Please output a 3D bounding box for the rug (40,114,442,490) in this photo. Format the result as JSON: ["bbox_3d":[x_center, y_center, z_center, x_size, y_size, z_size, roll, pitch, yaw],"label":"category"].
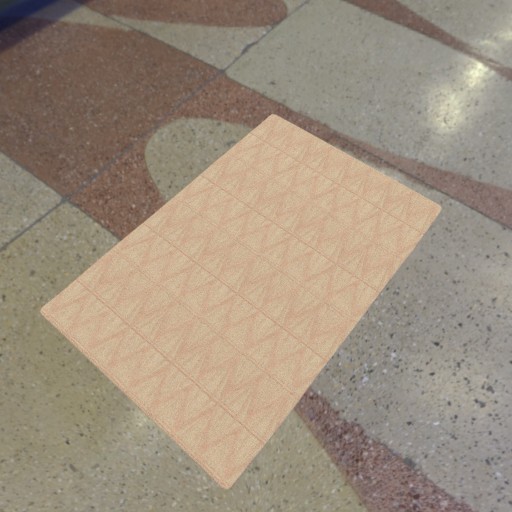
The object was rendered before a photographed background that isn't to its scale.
[{"bbox_3d":[0.000,0.000,3.019,1.609,0.015,2.390,35,64,20],"label":"rug"}]
